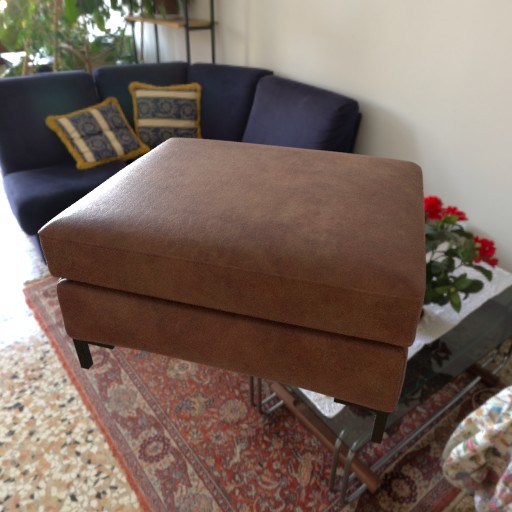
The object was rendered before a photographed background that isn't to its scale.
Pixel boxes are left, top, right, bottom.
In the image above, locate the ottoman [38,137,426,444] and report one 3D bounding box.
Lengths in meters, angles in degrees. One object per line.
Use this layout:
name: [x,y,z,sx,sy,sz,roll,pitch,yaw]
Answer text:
ottoman: [0.000,0.000,1.772,1.186,0.667,0.965,9,34,14]
